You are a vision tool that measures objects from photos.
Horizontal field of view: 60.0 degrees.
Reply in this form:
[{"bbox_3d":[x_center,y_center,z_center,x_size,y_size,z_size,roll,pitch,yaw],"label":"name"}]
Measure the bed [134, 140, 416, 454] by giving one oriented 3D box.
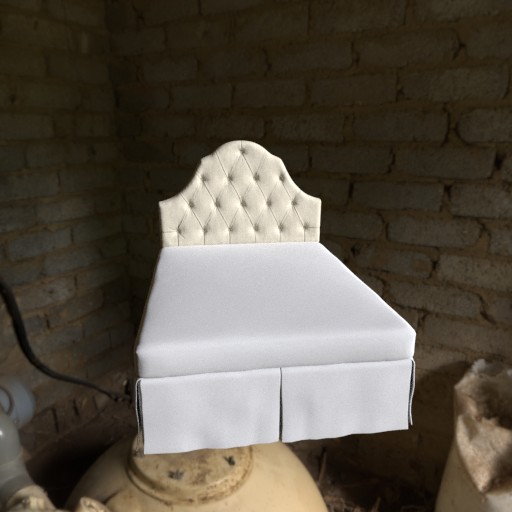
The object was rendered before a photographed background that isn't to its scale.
[{"bbox_3d":[0.000,0.000,3.244,1.627,1.575,2.092,-2,16,-8],"label":"bed"}]
